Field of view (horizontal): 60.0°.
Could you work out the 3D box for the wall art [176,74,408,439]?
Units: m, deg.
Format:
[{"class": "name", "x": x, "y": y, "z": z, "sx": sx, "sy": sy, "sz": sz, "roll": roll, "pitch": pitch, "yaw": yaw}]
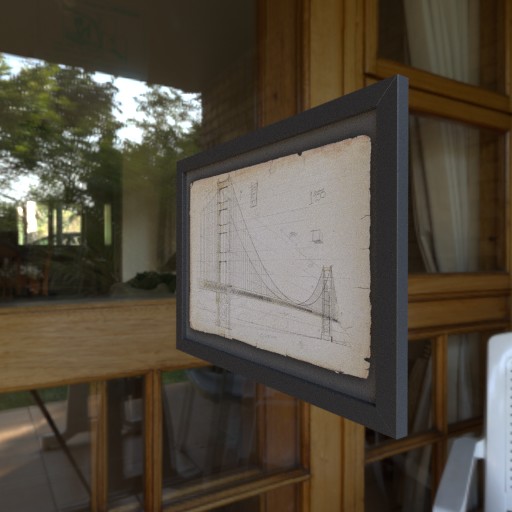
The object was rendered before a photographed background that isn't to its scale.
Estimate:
[{"class": "wall art", "x": 0.000, "y": 0.000, "z": 0.552, "sx": 0.016, "sy": 0.306, "sz": 0.432, "roll": 0, "pitch": 0, "yaw": -35}]
